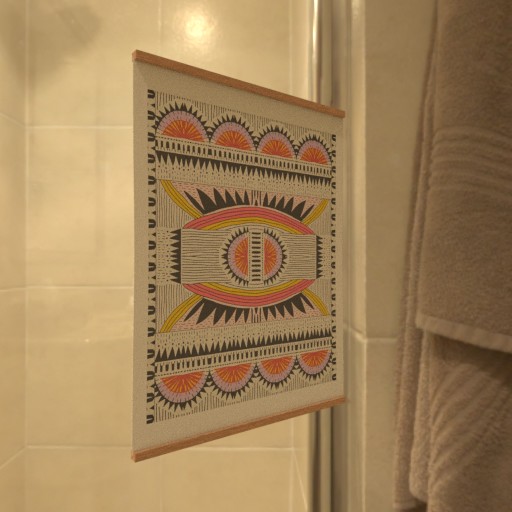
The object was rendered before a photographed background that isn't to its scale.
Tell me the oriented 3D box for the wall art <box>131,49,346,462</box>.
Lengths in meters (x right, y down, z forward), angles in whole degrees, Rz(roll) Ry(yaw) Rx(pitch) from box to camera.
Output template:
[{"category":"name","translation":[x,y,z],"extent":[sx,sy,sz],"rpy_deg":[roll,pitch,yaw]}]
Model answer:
[{"category":"wall art","translation":[0.000,0.000,1.328],"extent":[0.765,1.016,0.028],"rpy_deg":[0,-1,-37]}]
